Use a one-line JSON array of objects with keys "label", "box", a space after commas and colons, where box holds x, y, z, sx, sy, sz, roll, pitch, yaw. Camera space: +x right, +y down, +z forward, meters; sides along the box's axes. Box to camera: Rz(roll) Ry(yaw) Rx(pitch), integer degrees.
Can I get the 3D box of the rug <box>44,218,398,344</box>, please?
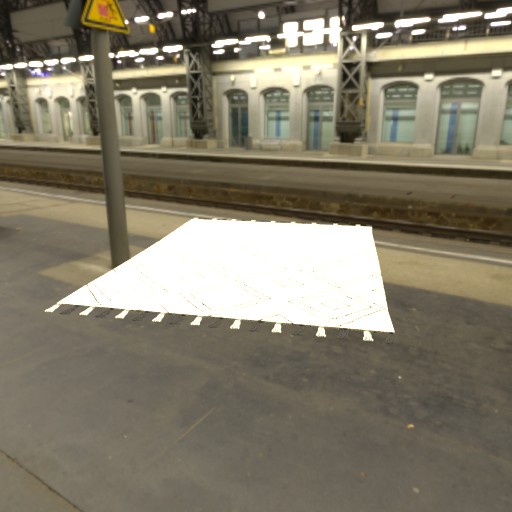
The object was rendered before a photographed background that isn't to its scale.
[{"label": "rug", "box": [0.000, 0.000, 4.331, 2.342, 0.026, 3.221, 3, 17, 11]}]
